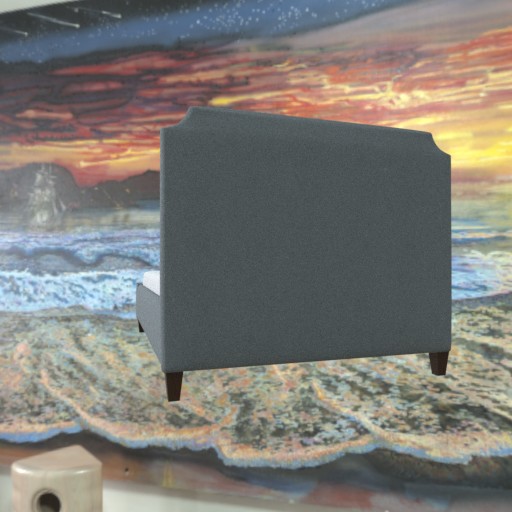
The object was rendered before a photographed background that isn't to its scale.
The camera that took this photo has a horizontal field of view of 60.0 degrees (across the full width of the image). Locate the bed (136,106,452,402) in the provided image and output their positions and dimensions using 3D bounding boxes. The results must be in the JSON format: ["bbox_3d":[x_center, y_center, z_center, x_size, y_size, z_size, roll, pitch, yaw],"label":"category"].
[{"bbox_3d":[0.000,0.000,3.461,1.712,1.443,2.372,0,-1,-18],"label":"bed"}]
